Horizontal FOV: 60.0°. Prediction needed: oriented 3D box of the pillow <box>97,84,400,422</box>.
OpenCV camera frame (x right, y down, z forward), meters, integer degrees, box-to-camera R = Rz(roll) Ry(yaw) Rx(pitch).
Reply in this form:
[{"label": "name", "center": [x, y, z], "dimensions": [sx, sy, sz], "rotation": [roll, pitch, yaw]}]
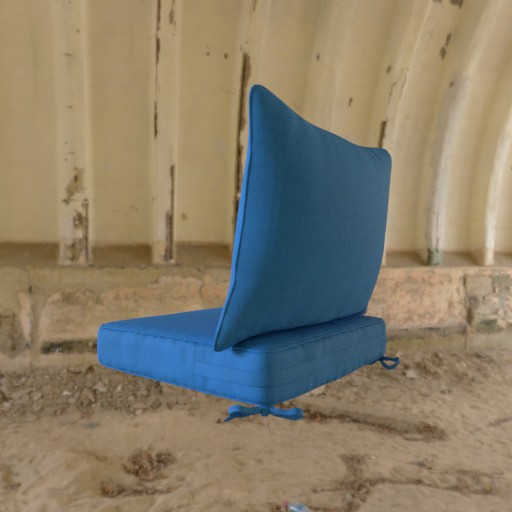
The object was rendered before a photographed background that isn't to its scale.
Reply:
[{"label": "pillow", "center": [0.000, 0.000, 1.392], "dimensions": [0.733, 0.725, 0.798], "rotation": [0, 0, 38]}]
